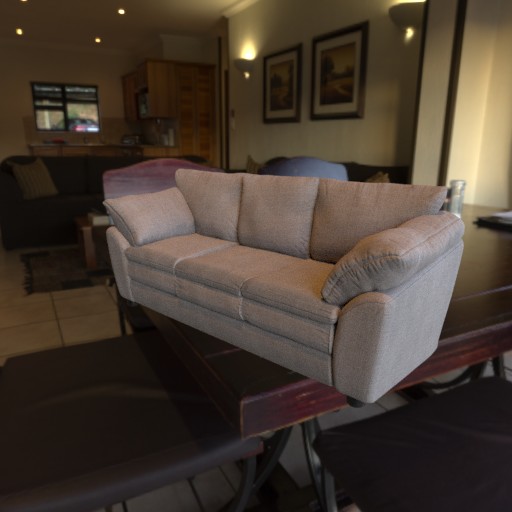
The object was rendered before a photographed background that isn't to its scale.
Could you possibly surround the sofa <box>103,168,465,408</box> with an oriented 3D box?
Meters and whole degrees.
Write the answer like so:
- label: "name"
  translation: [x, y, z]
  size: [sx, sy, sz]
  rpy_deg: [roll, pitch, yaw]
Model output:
- label: "sofa"
  translation: [0.000, 0.000, 2.832]
  size: [2.334, 0.996, 0.878]
  rpy_deg: [13, 20, 41]
